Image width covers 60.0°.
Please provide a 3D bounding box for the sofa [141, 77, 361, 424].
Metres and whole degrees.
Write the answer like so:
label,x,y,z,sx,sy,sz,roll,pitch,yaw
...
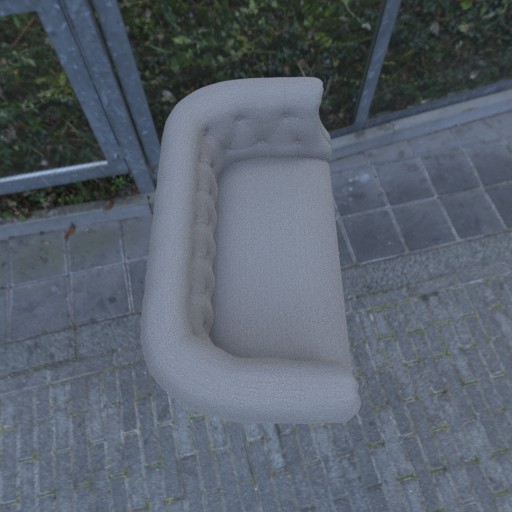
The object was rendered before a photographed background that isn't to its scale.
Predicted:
label,x,y,z,sx,sy,sz,roll,pitch,yaw
sofa,0.000,0.000,2.075,0.835,0.827,1.558,0,62,0
